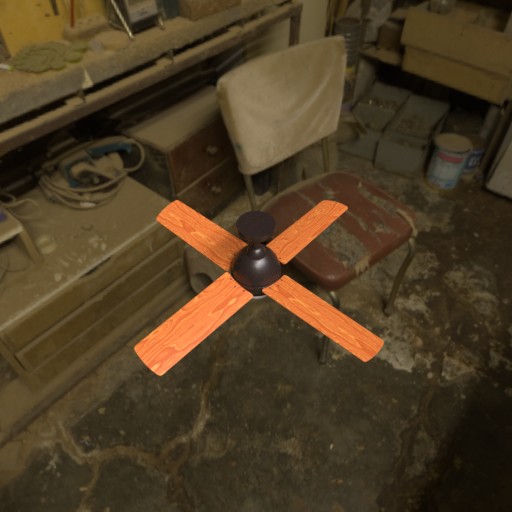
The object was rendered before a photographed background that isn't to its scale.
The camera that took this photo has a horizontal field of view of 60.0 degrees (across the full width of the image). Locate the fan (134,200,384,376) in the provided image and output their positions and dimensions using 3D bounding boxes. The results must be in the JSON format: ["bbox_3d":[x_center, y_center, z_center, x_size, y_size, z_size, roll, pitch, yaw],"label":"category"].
[{"bbox_3d":[0.000,0.000,2.036,1.332,0.403,1.332,33,55,27],"label":"fan"}]
